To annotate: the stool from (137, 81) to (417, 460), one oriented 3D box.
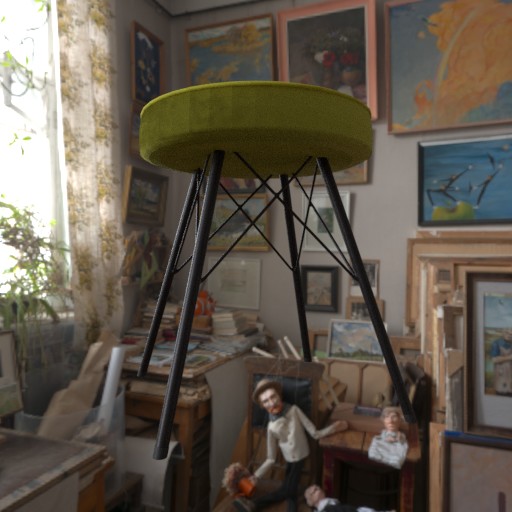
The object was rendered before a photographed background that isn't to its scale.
[{"bbox_3d":[0.000,0.000,0.806,0.409,0.508,0.409,0,1,-18],"label":"stool"}]
